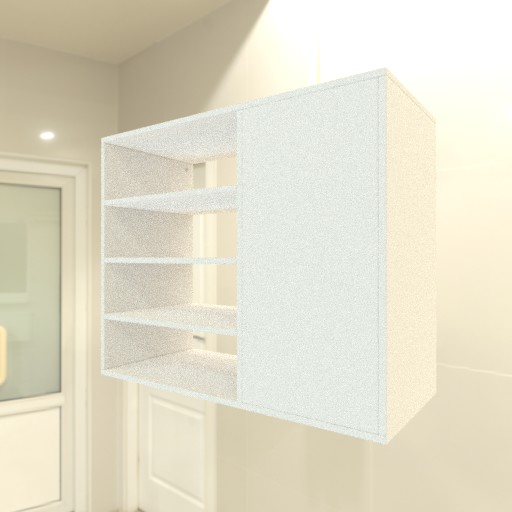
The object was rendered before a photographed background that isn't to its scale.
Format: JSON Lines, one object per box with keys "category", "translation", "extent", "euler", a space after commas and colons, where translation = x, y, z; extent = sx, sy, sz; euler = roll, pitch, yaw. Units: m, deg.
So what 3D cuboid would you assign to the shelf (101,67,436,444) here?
{"category": "shelf", "translation": [0.000, 0.000, 1.275], "extent": [0.895, 0.732, 0.396], "euler": [0, 0, 35]}
